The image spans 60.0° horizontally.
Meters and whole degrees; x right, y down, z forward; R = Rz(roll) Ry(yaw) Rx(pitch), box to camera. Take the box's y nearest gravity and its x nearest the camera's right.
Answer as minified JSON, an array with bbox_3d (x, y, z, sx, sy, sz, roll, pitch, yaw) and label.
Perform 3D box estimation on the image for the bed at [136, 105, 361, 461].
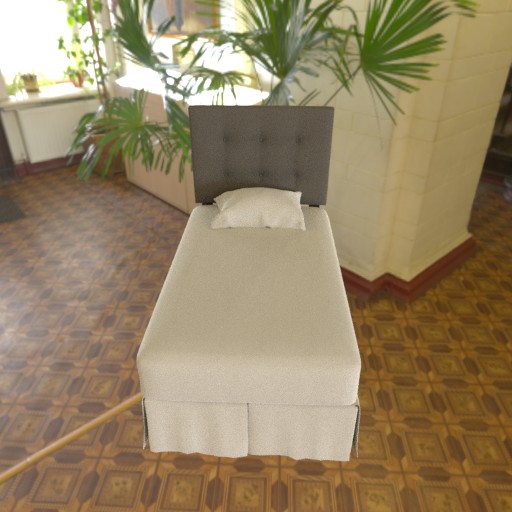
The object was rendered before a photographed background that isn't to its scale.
[{"bbox_3d":[0.000,0.000,3.018,1.261,1.571,1.997,1,31,2],"label":"bed"}]
